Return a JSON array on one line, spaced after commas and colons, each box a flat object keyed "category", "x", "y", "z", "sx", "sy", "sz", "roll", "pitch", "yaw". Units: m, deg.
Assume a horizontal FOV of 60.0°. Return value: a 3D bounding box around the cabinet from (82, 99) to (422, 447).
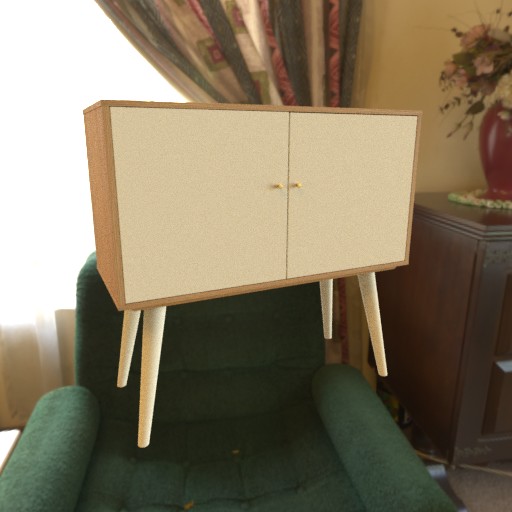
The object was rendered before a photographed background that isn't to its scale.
[{"category": "cabinet", "x": 0.000, "y": 0.000, "z": 1.623, "sx": 1.057, "sy": 1.016, "sz": 0.470, "roll": -7, "pitch": 16, "yaw": -25}]
